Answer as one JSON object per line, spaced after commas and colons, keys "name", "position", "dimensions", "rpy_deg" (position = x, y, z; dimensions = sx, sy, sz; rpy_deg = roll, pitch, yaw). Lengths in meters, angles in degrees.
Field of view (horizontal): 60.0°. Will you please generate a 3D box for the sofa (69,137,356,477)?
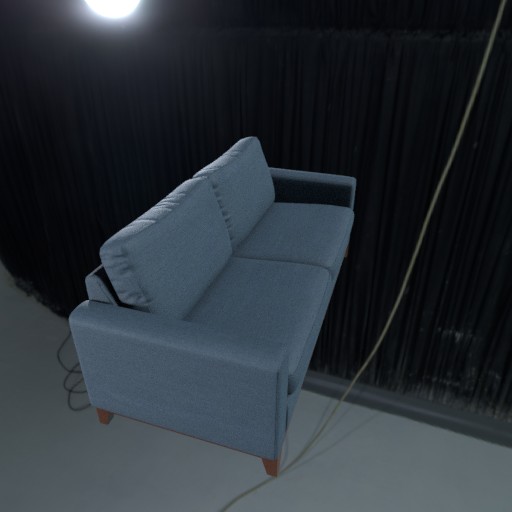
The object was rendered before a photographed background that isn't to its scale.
{"name": "sofa", "position": [0.000, 0.000, 2.416], "dimensions": [0.877, 0.865, 1.900], "rpy_deg": [10, 32, 16]}
